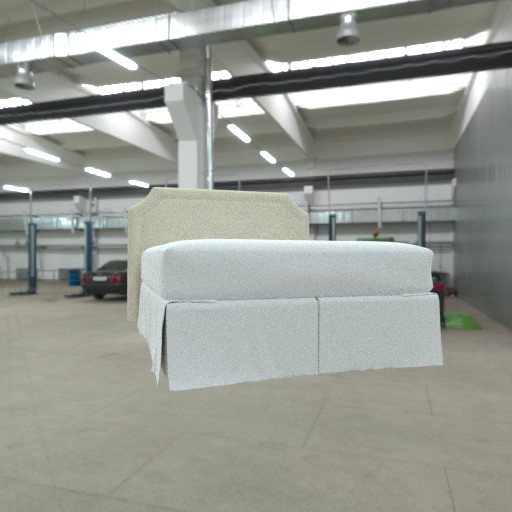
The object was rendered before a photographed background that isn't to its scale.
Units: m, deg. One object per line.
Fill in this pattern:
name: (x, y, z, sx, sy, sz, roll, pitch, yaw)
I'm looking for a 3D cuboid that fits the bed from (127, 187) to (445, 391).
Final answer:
bed: (0.000, 0.000, 3.372, 1.827, 1.296, 2.209, 0, 0, -18)
